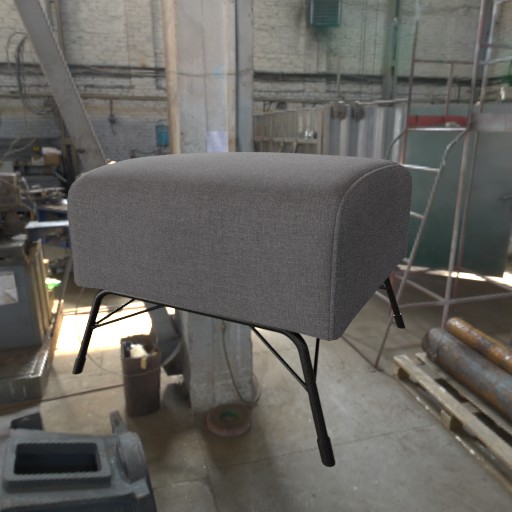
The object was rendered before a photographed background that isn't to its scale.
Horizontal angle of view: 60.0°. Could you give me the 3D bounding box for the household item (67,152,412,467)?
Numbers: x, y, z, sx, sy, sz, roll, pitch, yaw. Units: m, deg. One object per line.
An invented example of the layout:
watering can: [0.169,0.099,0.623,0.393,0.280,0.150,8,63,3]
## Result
household item: [0.000,0.000,0.903,0.530,0.410,0.530,8,18,27]
